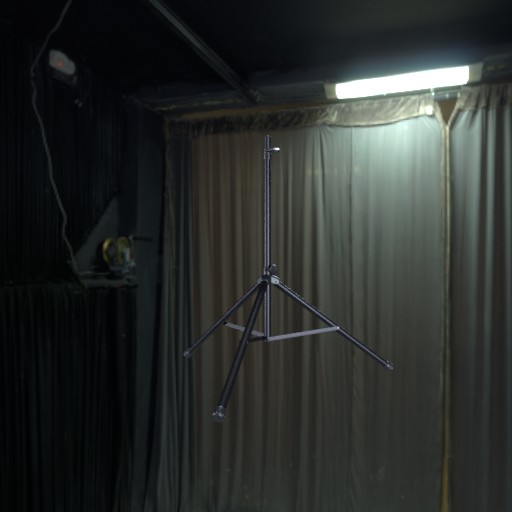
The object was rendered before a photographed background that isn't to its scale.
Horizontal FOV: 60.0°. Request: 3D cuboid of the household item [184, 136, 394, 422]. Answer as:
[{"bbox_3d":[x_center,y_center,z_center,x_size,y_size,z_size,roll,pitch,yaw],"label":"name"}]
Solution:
[{"bbox_3d":[0.000,0.000,2.728,1.596,1.595,1.339,0,-1,18],"label":"household item"}]
